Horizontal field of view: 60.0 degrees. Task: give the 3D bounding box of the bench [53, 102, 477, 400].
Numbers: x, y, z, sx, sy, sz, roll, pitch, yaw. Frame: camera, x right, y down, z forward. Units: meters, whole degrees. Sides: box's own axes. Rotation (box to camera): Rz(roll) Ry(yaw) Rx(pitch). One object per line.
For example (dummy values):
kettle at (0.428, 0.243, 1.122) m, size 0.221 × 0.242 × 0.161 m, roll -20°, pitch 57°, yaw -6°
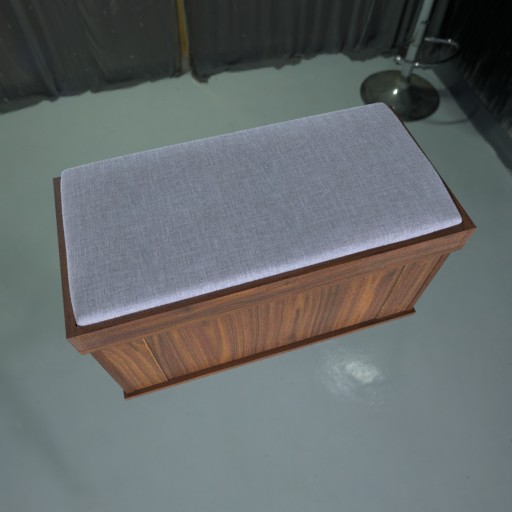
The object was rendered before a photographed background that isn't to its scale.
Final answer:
bench at (0.000, 0.000, 1.015) m, size 0.734 × 0.461 × 0.362 m, roll -15°, pitch 59°, yaw -9°
